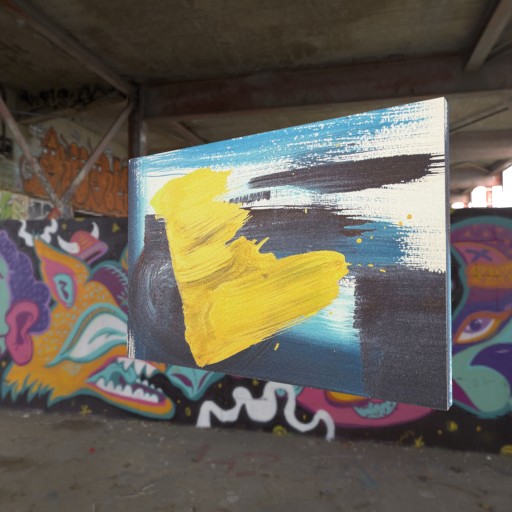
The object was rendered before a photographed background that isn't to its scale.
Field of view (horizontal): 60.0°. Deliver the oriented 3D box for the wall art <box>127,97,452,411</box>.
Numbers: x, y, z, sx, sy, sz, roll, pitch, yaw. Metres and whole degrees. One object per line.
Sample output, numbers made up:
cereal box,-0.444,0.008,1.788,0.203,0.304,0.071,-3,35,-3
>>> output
wall art,0.000,0.000,0.753,0.609,0.406,0.033,-1,-2,33
